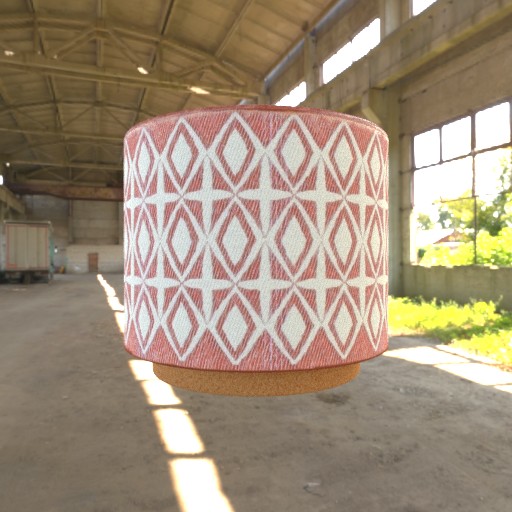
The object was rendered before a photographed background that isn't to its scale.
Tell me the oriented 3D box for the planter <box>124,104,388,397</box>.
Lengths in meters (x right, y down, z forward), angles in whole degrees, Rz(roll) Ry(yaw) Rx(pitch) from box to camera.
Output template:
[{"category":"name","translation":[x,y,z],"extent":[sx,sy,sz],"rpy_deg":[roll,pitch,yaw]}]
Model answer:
[{"category":"planter","translation":[0.000,0.000,0.478],"extent":[0.273,0.237,0.273],"rpy_deg":[0,0,0]}]
